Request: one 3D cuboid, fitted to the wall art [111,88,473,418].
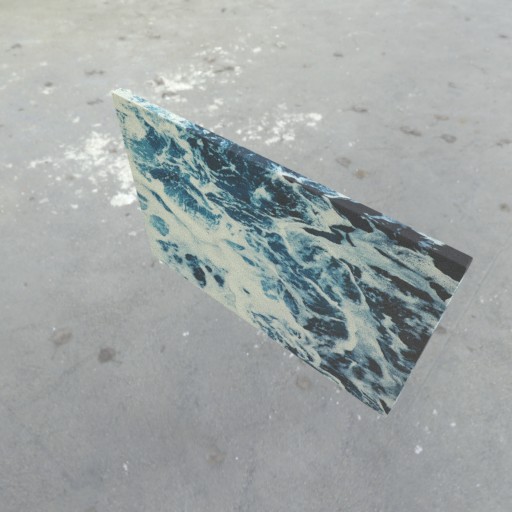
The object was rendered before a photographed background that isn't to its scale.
[{"bbox_3d":[0.000,0.000,1.913,1.524,1.017,0.055,31,55,25],"label":"wall art"}]
